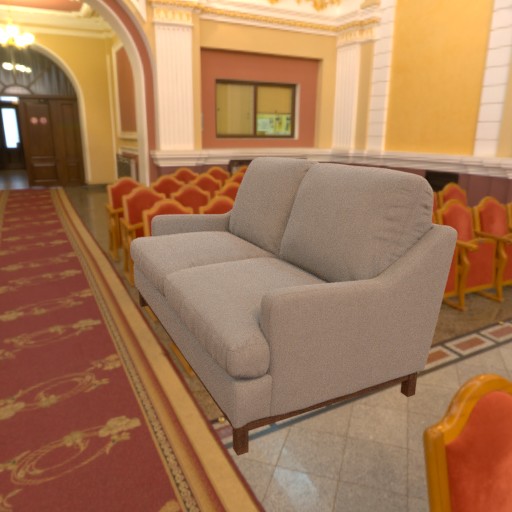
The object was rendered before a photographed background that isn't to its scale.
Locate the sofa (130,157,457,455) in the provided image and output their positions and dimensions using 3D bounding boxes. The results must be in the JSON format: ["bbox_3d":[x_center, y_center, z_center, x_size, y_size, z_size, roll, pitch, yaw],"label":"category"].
[{"bbox_3d":[0.000,0.000,2.230,0.987,0.921,1.589,-8,18,-25],"label":"sofa"}]
